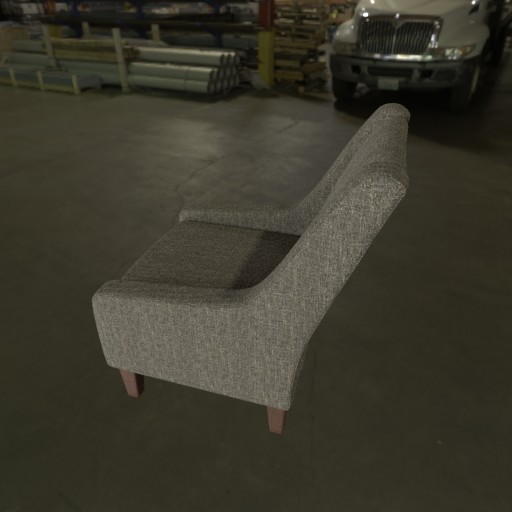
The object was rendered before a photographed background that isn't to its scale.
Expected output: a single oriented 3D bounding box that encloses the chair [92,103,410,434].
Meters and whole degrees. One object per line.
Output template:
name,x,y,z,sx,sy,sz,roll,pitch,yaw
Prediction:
chair,0.000,0.000,1.664,0.944,1.012,0.793,9,32,14
